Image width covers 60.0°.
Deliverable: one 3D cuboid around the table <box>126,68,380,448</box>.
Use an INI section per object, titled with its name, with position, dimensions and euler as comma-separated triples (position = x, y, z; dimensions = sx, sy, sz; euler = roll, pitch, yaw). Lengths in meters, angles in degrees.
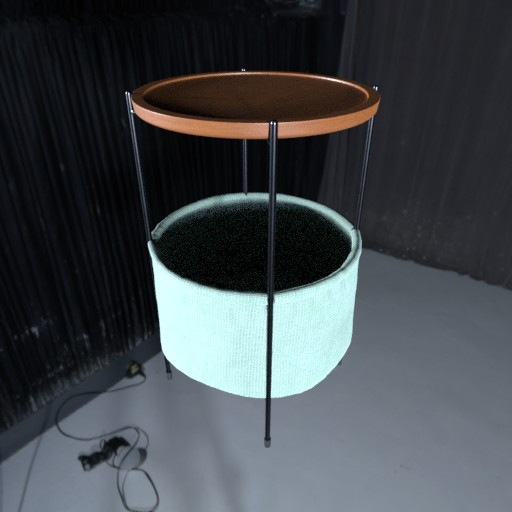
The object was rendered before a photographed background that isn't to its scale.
[table]
position = 0.000, 0.000, 0.865
dimensions = 0.400, 0.623, 0.400
euler = 23, 38, 32
